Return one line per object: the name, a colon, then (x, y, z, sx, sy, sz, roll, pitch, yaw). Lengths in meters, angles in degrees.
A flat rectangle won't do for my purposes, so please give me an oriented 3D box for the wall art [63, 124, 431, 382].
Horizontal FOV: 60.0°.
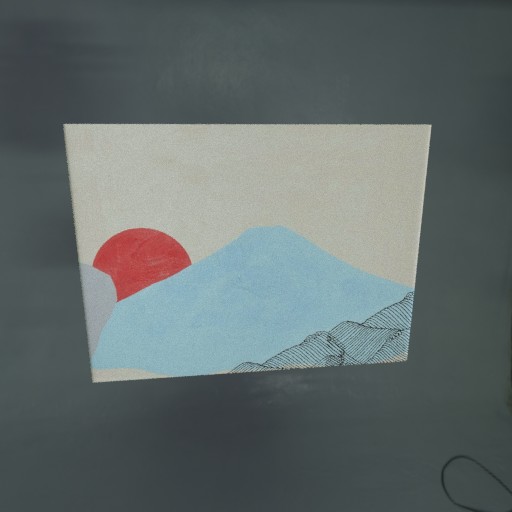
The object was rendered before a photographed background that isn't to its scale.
wall art: (0.000, 0.000, 1.602, 1.219, 0.912, 0.042, -2, 16, -7)
